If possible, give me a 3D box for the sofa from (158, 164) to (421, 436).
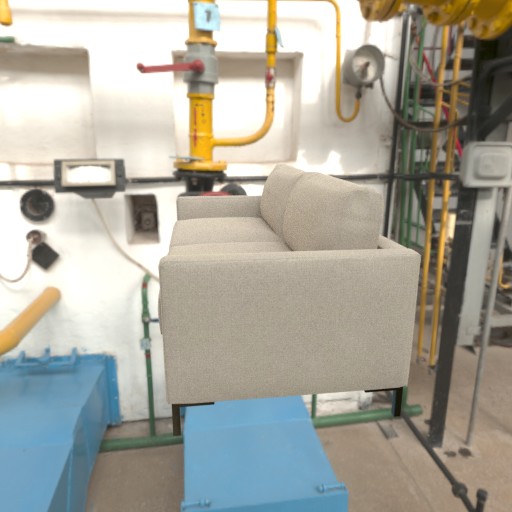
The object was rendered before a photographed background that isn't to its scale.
[{"bbox_3d":[0.000,0.000,2.229,0.875,0.840,1.682,-2,15,-8],"label":"sofa"}]
